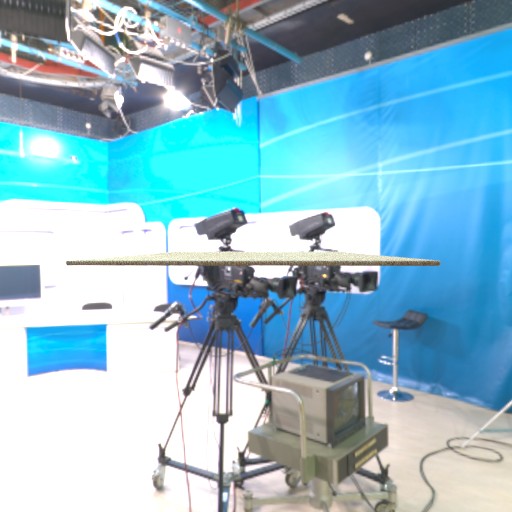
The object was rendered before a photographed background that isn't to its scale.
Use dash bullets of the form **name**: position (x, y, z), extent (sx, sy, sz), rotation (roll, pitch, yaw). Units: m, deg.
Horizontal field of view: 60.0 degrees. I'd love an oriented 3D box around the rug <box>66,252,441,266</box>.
- **rug**: position (0.000, 0.000, 3.474), extent (1.800, 0.025, 2.699), rotation (0, 1, 1)
